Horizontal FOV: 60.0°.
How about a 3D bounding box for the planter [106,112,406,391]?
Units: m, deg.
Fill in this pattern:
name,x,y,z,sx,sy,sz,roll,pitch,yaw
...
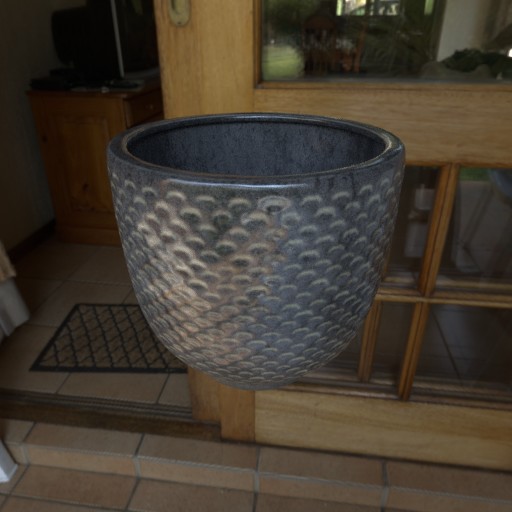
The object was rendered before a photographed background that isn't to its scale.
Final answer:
name,x,y,z,sx,sy,sz,roll,pitch,yaw
planter,0.000,0.000,0.299,0.172,0.160,0.172,0,27,0
